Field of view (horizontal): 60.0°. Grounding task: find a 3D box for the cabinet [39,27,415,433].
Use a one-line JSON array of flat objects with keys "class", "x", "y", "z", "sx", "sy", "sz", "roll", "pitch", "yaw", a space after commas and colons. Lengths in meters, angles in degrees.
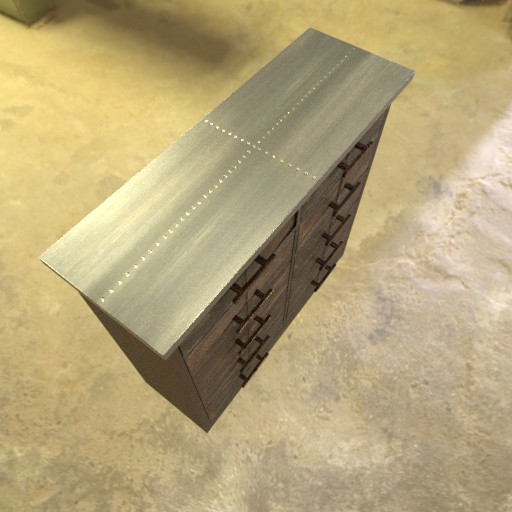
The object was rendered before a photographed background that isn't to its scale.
[{"class": "cabinet", "x": 0.000, "y": 0.000, "z": 1.406, "sx": 0.338, "sy": 0.919, "sz": 0.968, "roll": 33, "pitch": 64, "yaw": 18}]
